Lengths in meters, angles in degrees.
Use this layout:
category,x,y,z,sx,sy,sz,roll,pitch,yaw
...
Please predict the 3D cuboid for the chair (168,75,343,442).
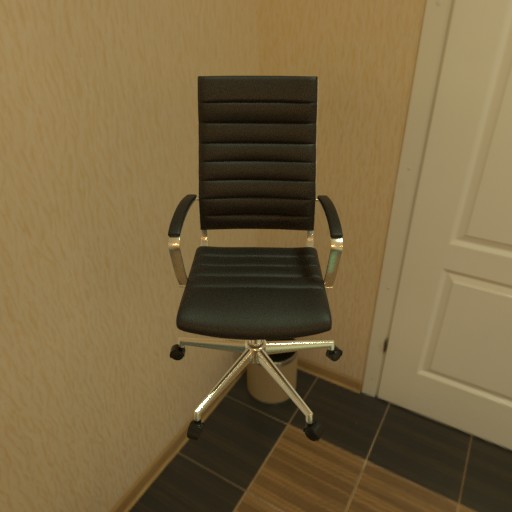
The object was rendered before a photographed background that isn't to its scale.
category,x,y,z,sx,sy,sz,roll,pitch,yaw
chair,0.000,0.000,1.628,0.766,1.149,0.739,1,30,1
